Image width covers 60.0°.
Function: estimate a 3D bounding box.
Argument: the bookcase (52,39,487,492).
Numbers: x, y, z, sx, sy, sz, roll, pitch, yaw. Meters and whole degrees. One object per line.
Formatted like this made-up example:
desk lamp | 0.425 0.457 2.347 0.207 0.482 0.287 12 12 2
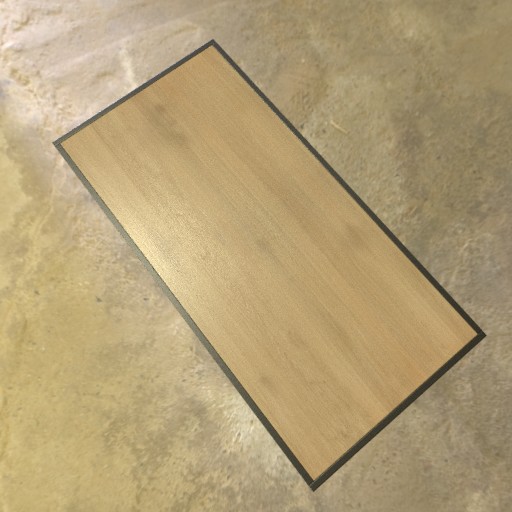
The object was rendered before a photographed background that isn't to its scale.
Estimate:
bookcase | 0.000 0.000 1.225 0.500 0.400 1.000 -37 78 -10
